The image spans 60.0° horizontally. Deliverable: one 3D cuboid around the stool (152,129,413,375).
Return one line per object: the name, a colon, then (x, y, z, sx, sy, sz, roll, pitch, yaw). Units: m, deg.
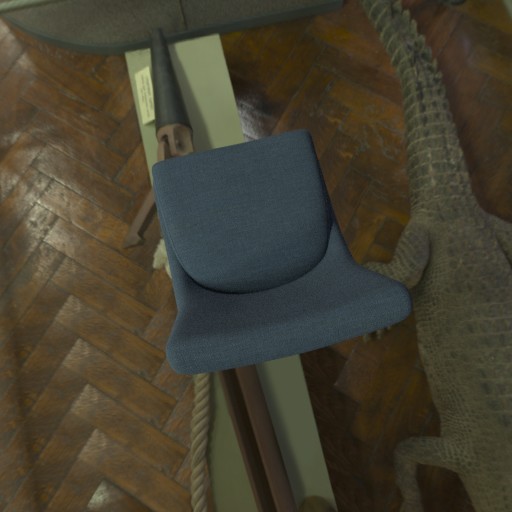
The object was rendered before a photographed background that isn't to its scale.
stool: (0.000, 0.000, 1.240, 0.470, 0.981, 0.577, -14, 76, -3)
